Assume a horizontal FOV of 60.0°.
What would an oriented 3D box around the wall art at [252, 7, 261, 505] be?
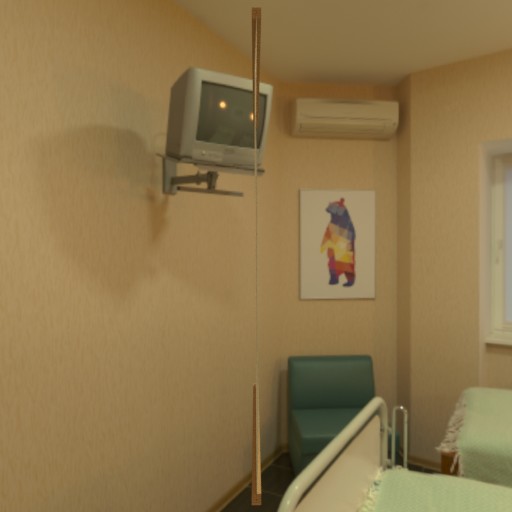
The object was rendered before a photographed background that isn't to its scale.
[{"bbox_3d":[0.000,0.000,0.768,0.011,0.605,0.458,0,0,0],"label":"wall art"}]
